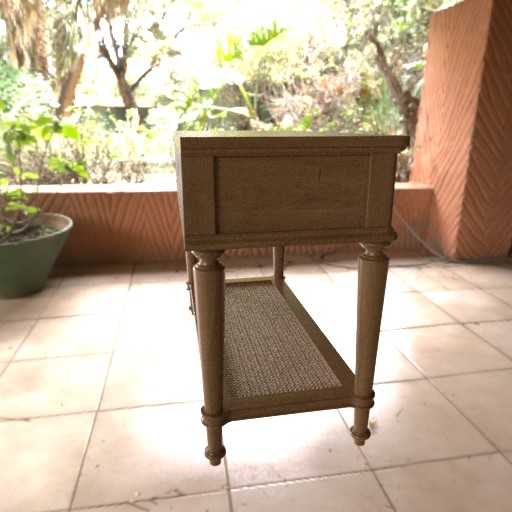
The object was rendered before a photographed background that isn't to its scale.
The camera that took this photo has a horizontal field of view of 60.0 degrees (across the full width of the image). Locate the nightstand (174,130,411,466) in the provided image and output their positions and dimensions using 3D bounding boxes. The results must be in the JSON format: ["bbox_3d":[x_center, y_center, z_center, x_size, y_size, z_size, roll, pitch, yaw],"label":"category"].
[{"bbox_3d":[0.000,0.000,1.305,0.432,0.700,0.914,-3,17,-10],"label":"nightstand"}]
